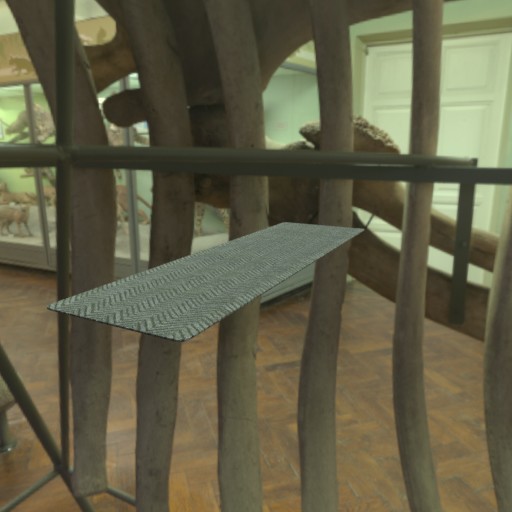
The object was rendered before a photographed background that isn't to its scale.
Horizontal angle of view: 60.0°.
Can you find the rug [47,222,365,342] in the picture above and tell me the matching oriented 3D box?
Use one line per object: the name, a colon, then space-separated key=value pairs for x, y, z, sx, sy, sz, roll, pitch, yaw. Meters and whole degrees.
rug: x=0.000 y=0.000 z=2.569 sx=0.686 sy=0.008 sz=2.286 roll=7 pitch=16 yaw=27
